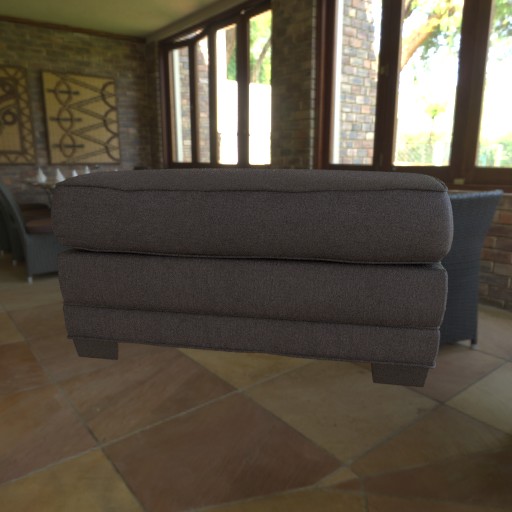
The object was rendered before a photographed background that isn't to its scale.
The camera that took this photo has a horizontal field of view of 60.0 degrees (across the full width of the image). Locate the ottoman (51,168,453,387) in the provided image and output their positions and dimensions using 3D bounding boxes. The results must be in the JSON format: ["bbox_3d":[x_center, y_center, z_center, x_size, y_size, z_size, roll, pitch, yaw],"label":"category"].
[{"bbox_3d":[0.000,0.000,1.157,0.864,0.448,0.490,2,13,10],"label":"ottoman"}]
